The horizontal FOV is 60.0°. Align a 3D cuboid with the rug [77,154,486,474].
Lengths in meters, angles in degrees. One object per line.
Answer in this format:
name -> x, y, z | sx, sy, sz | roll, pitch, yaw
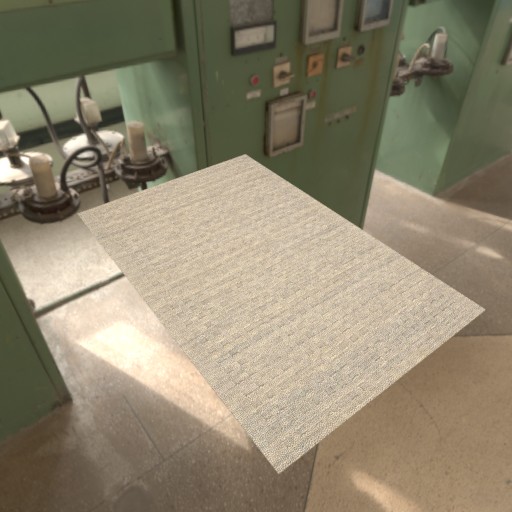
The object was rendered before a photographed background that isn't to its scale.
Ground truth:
rug -> 0.000, 0.000, 2.169 | 1.142, 0.006, 1.752 | -26, 47, -27
